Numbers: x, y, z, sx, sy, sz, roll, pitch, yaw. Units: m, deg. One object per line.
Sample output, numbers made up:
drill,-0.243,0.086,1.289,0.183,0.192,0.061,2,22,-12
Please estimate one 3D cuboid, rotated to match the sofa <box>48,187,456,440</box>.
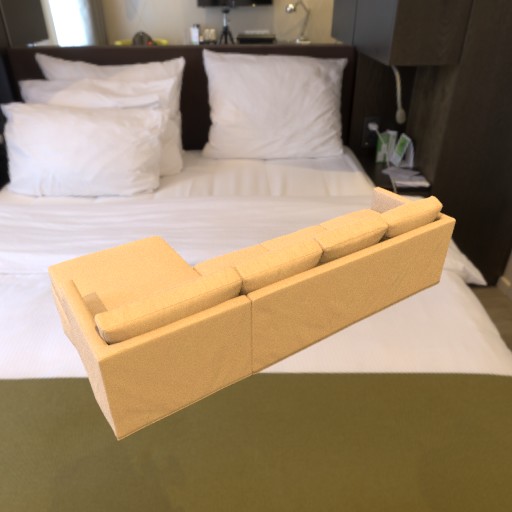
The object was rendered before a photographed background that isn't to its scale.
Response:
sofa,0.000,0.000,3.868,3.206,0.871,1.622,-19,36,-28
